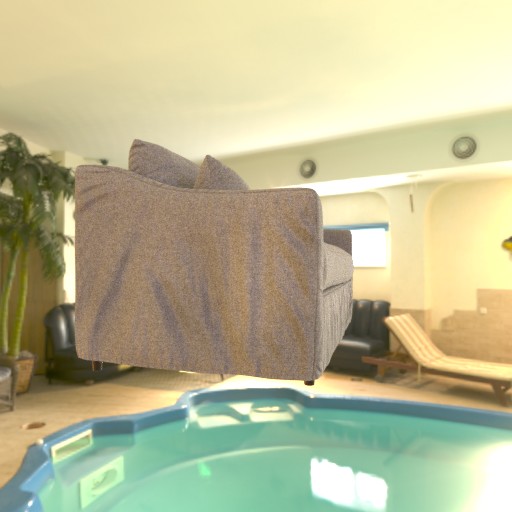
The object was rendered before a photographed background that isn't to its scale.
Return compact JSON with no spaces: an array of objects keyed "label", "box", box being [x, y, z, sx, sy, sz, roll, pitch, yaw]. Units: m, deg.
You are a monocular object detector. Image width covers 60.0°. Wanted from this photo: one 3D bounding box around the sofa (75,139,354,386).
[{"label":"sofa","box":[0.000,0.000,2.679,1.072,1.018,2.010,0,-1,16]}]
